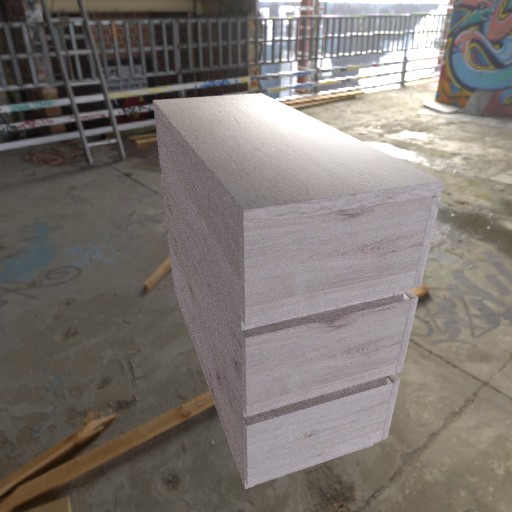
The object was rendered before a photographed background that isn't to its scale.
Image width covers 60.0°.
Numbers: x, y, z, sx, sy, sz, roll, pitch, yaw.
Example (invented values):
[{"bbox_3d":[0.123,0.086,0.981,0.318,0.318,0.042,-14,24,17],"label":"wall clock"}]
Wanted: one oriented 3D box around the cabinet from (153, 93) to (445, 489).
[{"bbox_3d":[0.000,0.000,1.443,0.420,0.820,1.040,-10,31,-17],"label":"cabinet"}]
